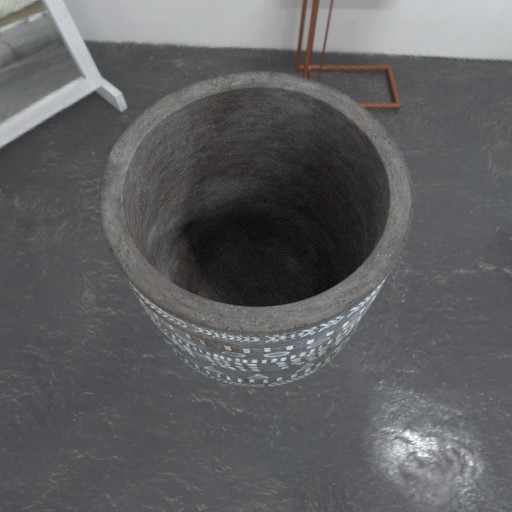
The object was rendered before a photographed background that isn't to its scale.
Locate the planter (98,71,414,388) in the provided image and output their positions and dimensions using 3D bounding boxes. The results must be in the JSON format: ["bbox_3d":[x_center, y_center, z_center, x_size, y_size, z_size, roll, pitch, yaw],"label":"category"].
[{"bbox_3d":[0.000,0.000,0.265,0.142,0.149,0.142,0,63,0],"label":"planter"}]
